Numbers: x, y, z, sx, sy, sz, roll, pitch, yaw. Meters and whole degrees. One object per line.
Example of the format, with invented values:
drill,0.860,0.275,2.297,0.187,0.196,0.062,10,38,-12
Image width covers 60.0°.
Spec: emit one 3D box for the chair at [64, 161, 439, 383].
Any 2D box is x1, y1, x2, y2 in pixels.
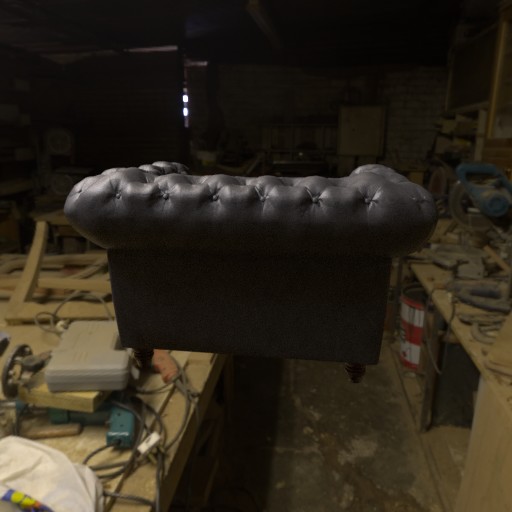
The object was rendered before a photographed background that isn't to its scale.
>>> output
chair,0.000,0.000,1.917,1.298,0.780,0.943,2,16,8
